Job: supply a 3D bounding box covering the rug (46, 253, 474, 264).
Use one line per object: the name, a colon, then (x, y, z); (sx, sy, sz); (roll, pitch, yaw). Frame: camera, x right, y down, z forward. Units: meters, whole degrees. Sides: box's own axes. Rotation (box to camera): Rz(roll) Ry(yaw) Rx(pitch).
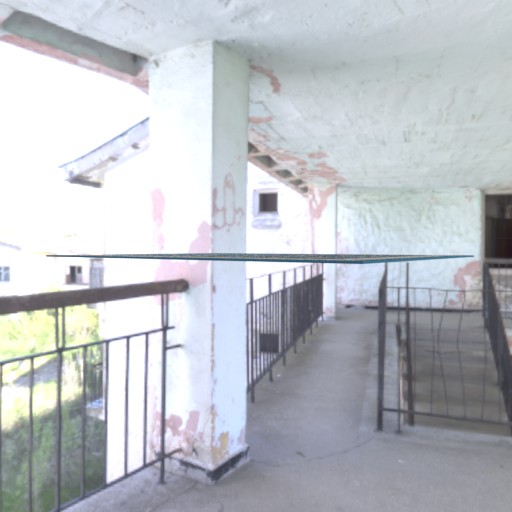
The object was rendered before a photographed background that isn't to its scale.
rug: (0.000, 0.000, 3.894); (3.044, 0.015, 2.226); (1, 1, 38)
